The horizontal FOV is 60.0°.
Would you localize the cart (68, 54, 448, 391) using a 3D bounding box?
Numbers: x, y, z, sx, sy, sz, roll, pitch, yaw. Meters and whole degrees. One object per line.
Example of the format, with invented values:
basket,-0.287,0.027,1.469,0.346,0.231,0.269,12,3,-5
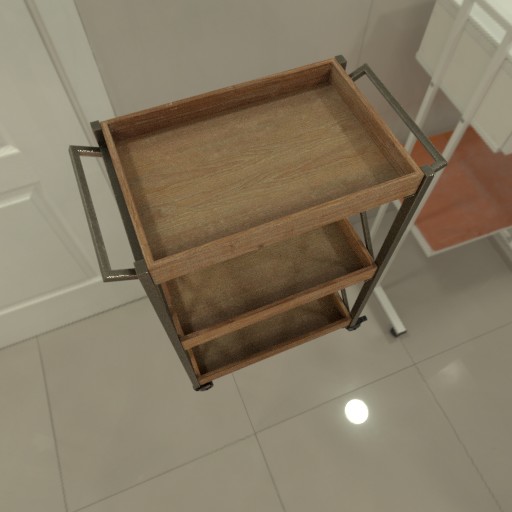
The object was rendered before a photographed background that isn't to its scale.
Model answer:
cart,0.000,0.000,1.205,0.673,0.835,0.377,-20,62,-11
